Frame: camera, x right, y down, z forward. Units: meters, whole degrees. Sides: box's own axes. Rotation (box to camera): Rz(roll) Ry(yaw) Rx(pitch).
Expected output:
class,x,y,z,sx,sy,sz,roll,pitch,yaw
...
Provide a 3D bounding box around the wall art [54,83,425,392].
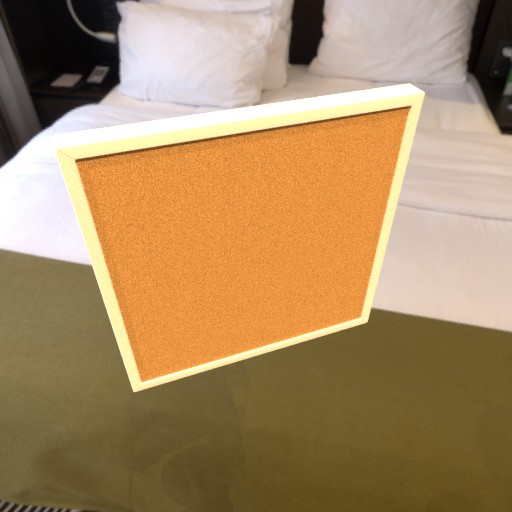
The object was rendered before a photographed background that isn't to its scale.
class,x,y,z,sx,sy,sz,roll,pitch,yaw
wall art,0.000,0.000,0.755,0.508,0.508,0.038,-13,43,-15
